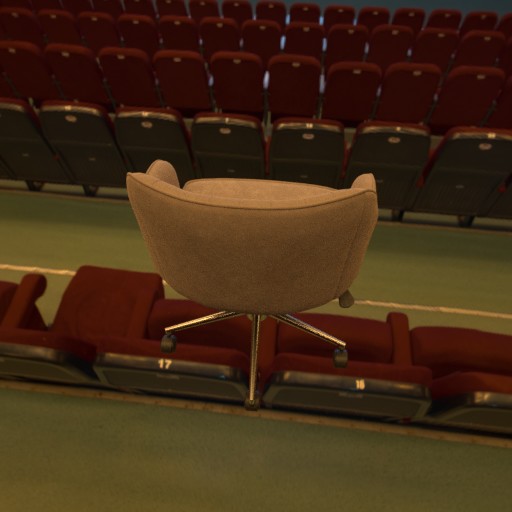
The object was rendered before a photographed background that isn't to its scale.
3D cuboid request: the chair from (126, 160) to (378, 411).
[{"bbox_3d":[0.000,0.000,1.277,0.635,0.831,0.573,5,47,4],"label":"chair"}]
